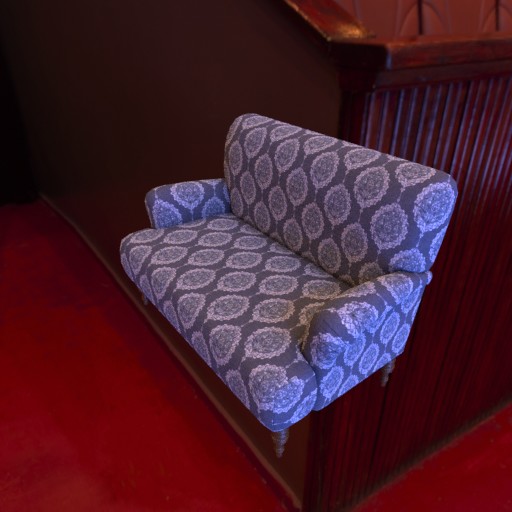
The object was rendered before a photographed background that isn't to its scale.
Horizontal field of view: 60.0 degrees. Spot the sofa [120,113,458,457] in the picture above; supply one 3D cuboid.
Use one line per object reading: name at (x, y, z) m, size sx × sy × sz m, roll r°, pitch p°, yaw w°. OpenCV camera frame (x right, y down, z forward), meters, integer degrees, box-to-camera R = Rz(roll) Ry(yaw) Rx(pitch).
sofa at (0.000, 0.000, 1.829) m, size 0.779 × 0.867 × 1.297 m, roll -20°, pitch 36°, yaw -31°
